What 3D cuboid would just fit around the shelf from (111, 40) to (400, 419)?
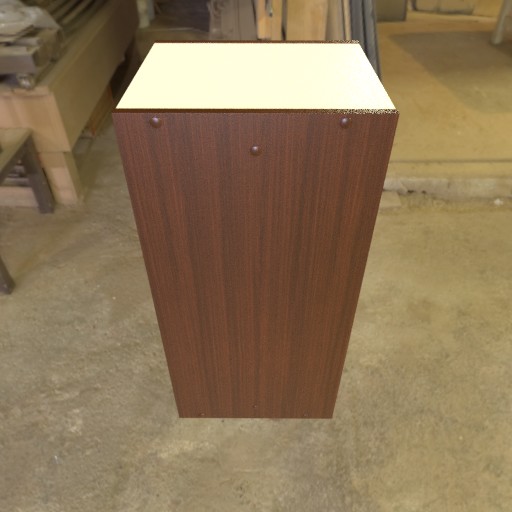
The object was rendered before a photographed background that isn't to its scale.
[{"bbox_3d":[0.000,0.000,0.737,0.290,0.600,0.253,0,41,0],"label":"shelf"}]
